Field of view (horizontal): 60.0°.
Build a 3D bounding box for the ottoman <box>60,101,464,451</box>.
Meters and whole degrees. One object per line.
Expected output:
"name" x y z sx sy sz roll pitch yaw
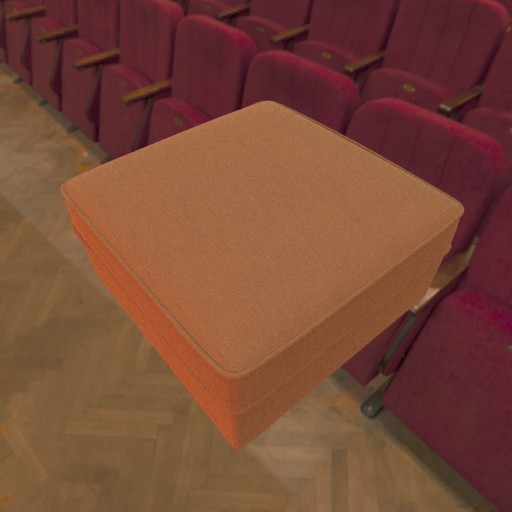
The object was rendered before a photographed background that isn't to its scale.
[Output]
"ottoman" 0.000 0.000 1.024 0.613 0.438 0.616 -31 53 -27
